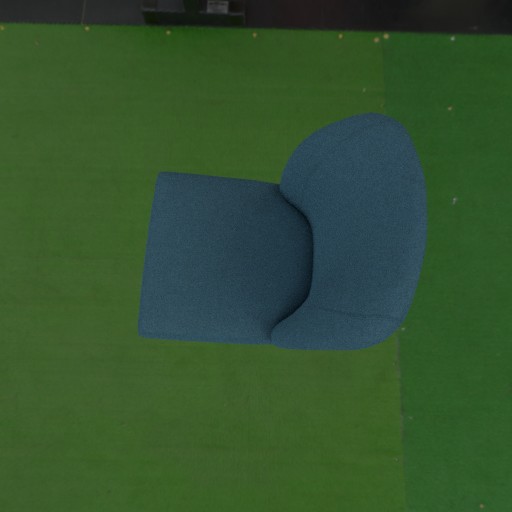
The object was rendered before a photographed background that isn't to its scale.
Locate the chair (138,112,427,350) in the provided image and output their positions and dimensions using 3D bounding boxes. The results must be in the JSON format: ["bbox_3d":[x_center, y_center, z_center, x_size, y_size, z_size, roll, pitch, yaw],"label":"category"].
[{"bbox_3d":[0.000,0.000,1.227,0.620,0.879,0.507,4,76,1],"label":"chair"}]
